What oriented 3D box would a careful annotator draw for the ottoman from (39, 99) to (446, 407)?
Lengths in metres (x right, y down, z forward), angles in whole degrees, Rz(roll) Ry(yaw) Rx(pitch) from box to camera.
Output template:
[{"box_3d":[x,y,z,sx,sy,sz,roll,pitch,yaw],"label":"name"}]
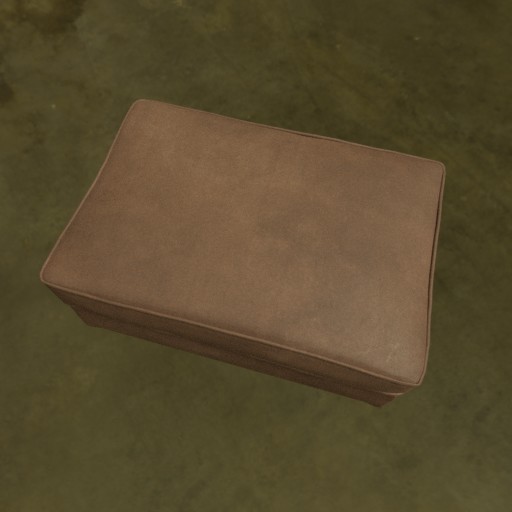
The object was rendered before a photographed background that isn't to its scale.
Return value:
[{"box_3d":[0.000,0.000,1.211,0.860,0.481,0.596,14,63,7],"label":"ottoman"}]
